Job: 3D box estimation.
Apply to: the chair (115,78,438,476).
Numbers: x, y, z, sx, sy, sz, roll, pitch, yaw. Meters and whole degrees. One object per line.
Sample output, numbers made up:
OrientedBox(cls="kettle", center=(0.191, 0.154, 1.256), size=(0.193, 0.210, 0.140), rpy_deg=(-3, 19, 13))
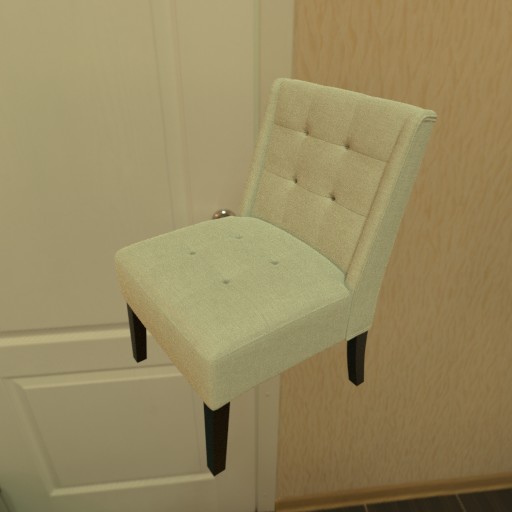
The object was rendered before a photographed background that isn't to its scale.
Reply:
OrientedBox(cls="chair", center=(0.000, 0.000, 1.281), size=(0.676, 0.853, 0.569), rpy_deg=(-20, 37, -30))
